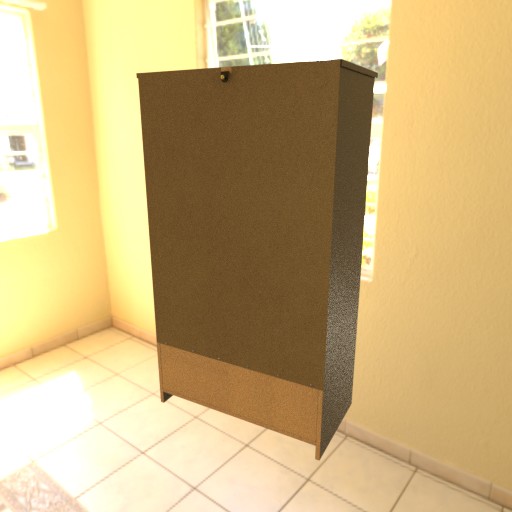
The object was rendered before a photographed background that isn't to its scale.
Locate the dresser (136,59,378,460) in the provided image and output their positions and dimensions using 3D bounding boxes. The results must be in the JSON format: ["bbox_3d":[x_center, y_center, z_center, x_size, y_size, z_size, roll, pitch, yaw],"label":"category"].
[{"bbox_3d":[0.000,0.000,1.633,0.704,1.254,0.418,9,19,27],"label":"dresser"}]
